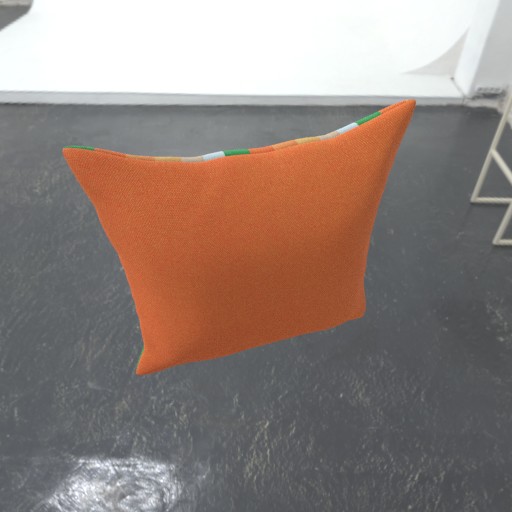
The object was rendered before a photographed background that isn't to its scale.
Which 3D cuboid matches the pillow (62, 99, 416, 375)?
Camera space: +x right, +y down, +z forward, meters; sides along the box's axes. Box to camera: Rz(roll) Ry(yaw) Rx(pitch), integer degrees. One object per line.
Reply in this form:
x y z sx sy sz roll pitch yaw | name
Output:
0.000 0.000 0.691 0.453 0.444 0.169 -12 43 -13 | pillow
